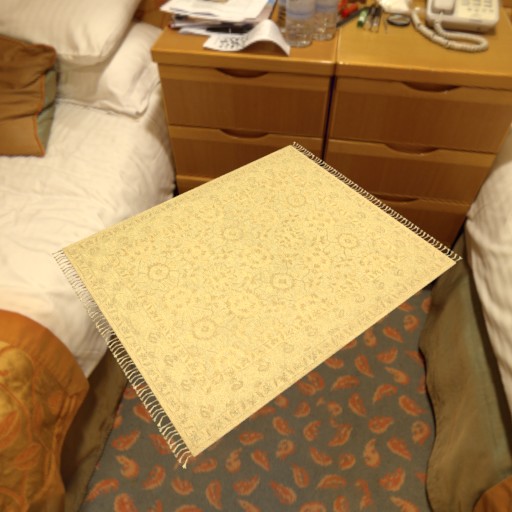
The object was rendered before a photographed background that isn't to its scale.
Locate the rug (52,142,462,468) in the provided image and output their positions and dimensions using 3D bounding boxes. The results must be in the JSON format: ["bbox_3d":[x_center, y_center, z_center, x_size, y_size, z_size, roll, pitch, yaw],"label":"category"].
[{"bbox_3d":[0.000,0.000,4.164,3.043,0.013,2.444,-29,54,-24],"label":"rug"}]
